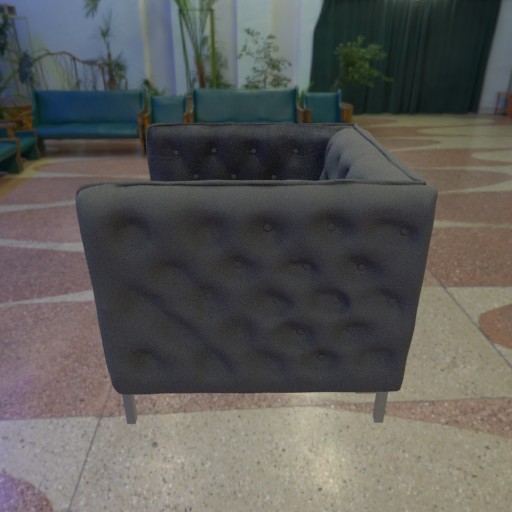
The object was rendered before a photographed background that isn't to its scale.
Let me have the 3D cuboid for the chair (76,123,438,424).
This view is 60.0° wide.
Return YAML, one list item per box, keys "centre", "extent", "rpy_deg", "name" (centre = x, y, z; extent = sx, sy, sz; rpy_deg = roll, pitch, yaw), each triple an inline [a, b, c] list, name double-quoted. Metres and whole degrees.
- centre: [0.000, 0.000, 1.609]
  extent: [0.913, 0.807, 0.946]
  rpy_deg: [0, 26, 0]
  name: "chair"
